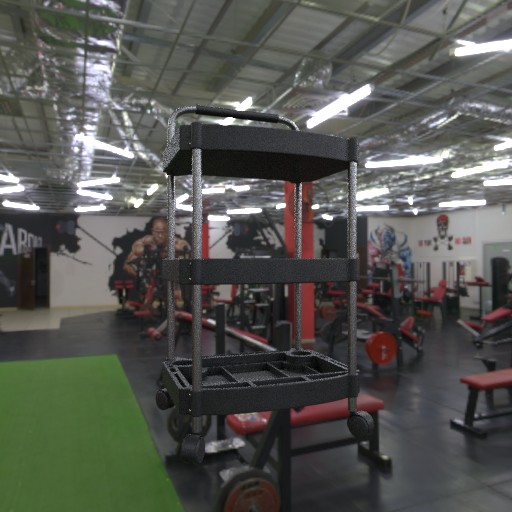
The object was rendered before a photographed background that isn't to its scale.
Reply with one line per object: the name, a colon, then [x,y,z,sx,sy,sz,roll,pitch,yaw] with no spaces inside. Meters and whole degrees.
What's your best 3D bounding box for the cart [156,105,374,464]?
cart: [0.000,0.000,1.444,0.584,1.075,0.518,0,0,-20]
